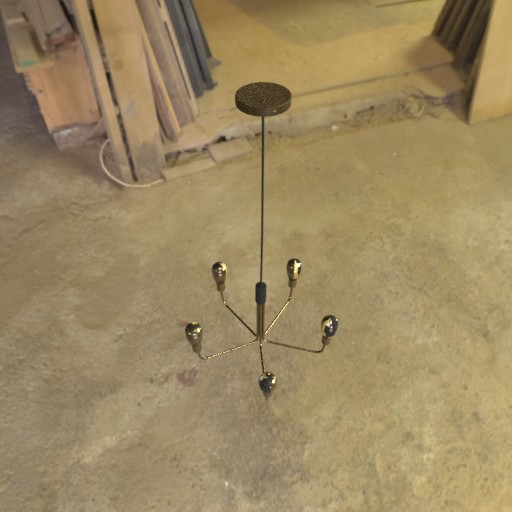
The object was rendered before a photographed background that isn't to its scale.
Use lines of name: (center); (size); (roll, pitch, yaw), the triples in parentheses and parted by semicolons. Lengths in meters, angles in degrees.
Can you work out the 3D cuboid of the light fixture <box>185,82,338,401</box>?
light fixture: (0.000, 0.000, 1.418); (0.532, 1.059, 0.588); (-16, 48, -15)
